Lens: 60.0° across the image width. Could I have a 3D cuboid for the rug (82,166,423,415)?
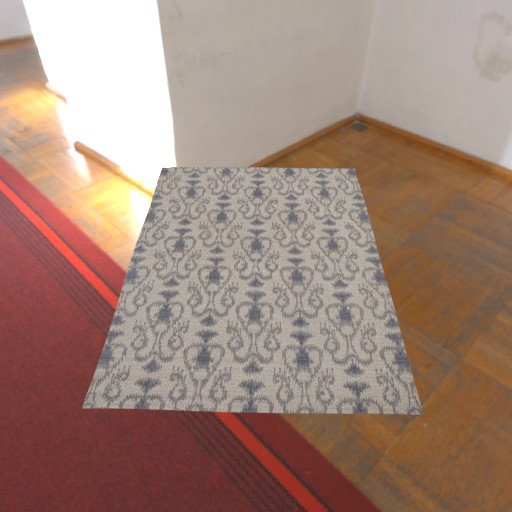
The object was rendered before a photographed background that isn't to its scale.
[{"bbox_3d":[0.000,0.000,2.996,1.676,0.013,2.261,1,42,1],"label":"rug"}]
